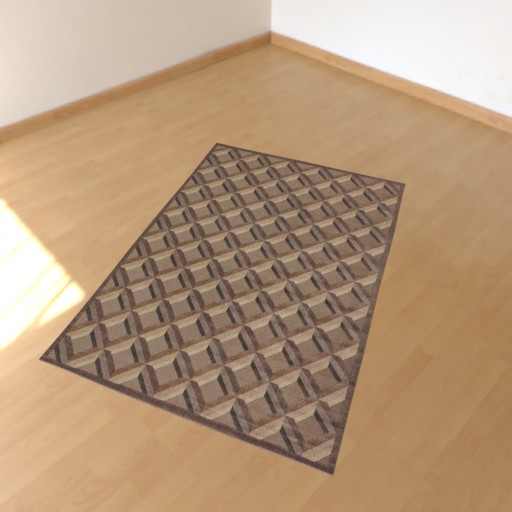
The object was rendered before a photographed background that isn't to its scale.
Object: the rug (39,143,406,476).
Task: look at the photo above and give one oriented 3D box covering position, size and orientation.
[{"bbox_3d":[0.000,0.000,2.869,1.600,0.013,2.260,16,48,14],"label":"rug"}]
